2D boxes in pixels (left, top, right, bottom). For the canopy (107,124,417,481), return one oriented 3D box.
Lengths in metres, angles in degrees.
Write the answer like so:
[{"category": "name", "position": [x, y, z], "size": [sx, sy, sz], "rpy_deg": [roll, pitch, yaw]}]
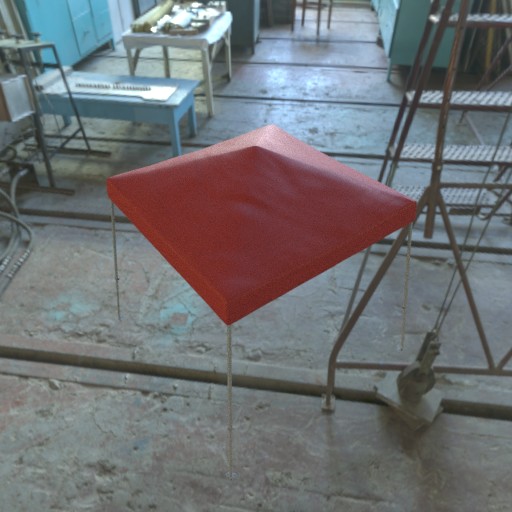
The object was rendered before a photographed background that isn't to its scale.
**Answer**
[{"category": "canopy", "position": [0.000, 0.000, 6.659], "size": [3.599, 3.600, 3.600], "rpy_deg": [-26, 47, -27]}]
